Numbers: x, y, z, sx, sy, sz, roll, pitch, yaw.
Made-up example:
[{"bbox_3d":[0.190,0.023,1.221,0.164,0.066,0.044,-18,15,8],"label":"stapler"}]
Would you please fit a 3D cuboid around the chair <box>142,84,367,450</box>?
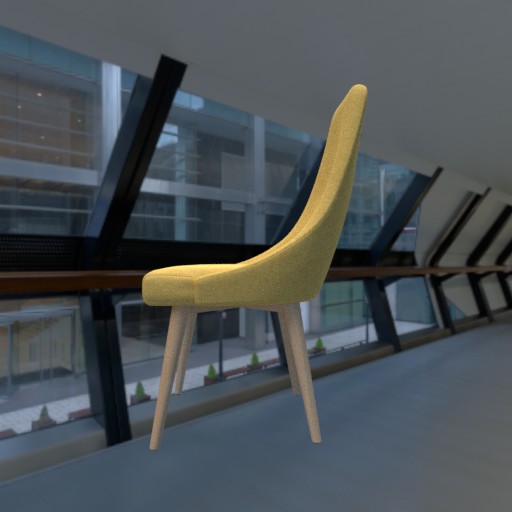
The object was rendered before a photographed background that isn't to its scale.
[{"bbox_3d":[0.000,0.000,1.432,0.660,1.040,0.510,0,0,-2],"label":"chair"}]
